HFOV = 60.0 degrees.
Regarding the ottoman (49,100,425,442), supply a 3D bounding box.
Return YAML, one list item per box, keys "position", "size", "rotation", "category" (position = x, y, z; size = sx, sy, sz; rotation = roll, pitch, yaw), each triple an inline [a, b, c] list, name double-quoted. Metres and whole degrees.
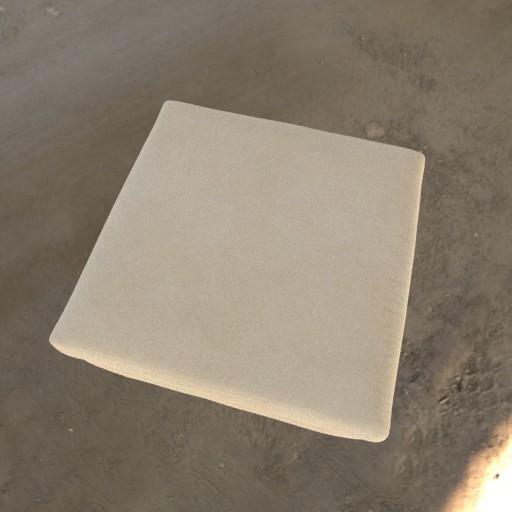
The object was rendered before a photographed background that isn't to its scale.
- position: [0.000, 0.000, 1.845]
  size: [1.205, 0.522, 1.190]
  rotation: [14, 65, 7]
  category: "ottoman"
